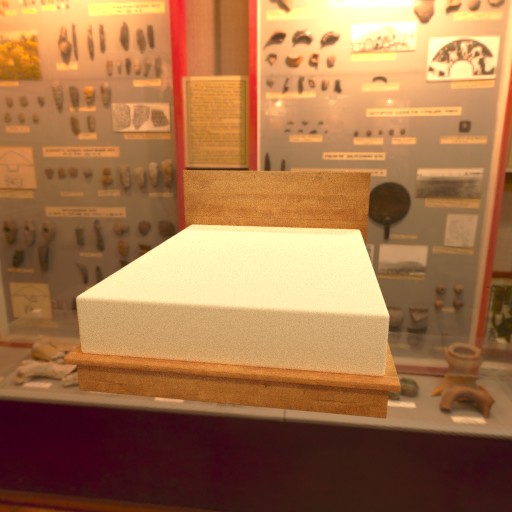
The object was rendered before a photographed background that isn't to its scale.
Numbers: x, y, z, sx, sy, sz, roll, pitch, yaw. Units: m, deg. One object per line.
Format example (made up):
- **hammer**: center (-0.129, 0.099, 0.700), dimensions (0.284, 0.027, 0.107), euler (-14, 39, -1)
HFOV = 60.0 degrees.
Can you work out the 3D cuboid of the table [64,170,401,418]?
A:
- **table**: center (0.000, 0.000, 3.142), dimensions (1.707, 1.041, 2.149), euler (2, 15, 9)
